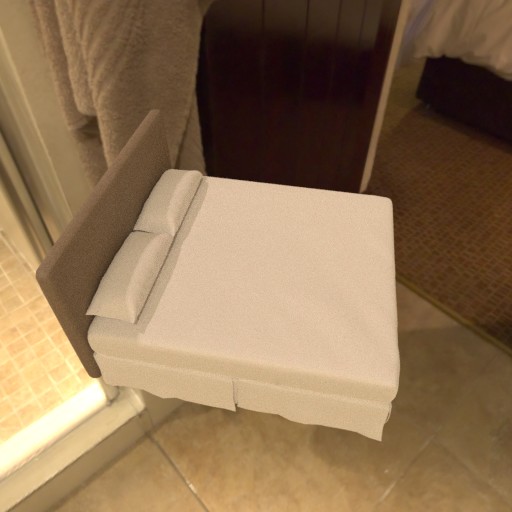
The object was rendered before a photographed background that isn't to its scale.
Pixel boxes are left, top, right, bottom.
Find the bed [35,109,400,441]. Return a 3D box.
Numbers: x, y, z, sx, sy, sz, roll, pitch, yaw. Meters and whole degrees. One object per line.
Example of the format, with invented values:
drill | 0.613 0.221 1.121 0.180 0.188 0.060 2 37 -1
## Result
bed | 0.000 0.000 3.606 2.341 1.317 2.119 8 47 7
